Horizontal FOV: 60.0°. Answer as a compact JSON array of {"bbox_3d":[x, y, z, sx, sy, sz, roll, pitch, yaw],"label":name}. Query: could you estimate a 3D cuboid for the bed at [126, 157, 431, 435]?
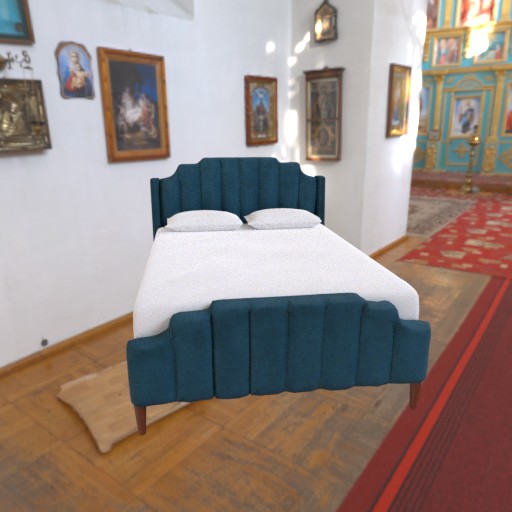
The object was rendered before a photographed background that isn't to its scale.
[{"bbox_3d":[0.000,0.000,3.369,1.676,1.351,2.322,-2,16,-8],"label":"bed"}]
